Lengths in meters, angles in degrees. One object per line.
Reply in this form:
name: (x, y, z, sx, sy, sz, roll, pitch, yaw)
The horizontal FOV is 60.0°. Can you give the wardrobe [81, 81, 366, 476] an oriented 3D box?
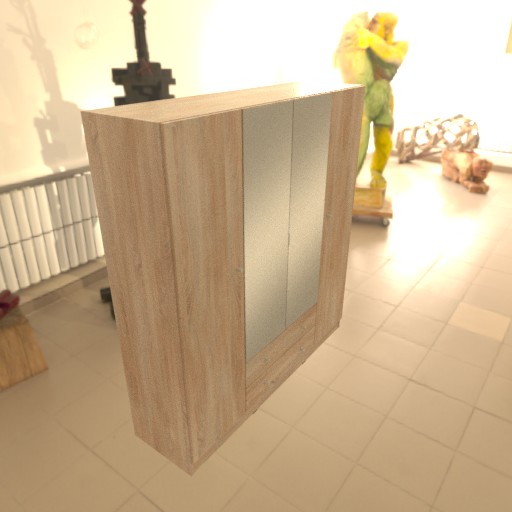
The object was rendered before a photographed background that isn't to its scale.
wardrobe: (0.000, 0.000, 3.149, 0.598, 2.159, 1.998, 18, 32, 33)
